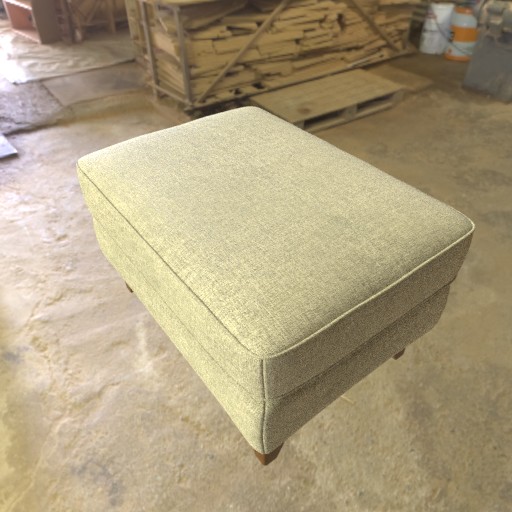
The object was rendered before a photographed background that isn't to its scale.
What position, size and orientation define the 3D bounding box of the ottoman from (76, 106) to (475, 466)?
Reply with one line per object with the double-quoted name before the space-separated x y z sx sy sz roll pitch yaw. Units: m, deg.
"ottoman" 0.000 0.000 1.263 0.661 0.561 0.889 -26 47 -27
